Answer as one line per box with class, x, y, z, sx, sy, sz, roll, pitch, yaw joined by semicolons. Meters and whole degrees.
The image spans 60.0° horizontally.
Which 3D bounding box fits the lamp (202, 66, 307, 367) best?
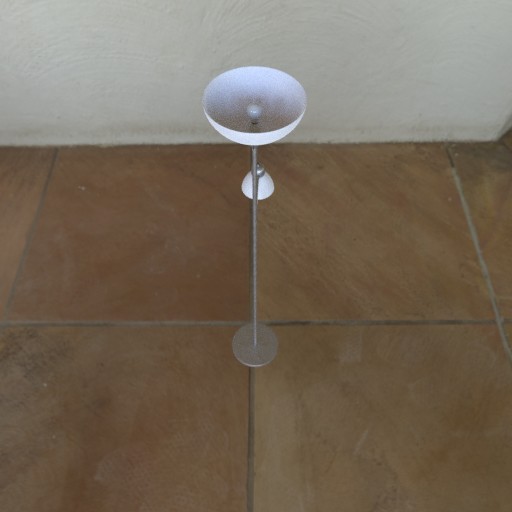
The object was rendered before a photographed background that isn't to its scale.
lamp;0.000;0.000;1.958;0.279;1.804;0.425;3;58;2
